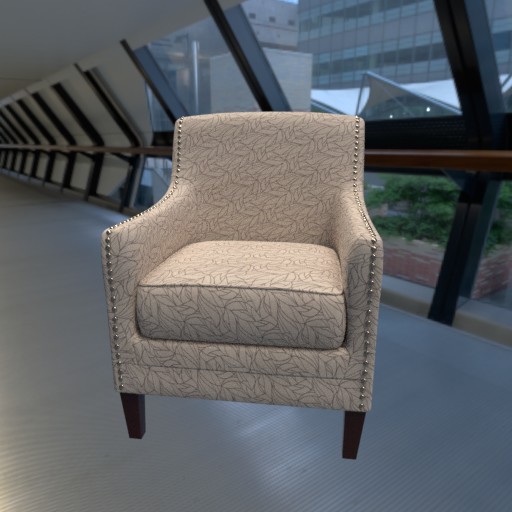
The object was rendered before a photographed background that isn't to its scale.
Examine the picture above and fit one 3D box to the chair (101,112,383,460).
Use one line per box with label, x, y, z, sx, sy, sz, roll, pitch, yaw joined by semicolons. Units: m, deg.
chair;0.000;0.000;1.276;0.623;0.816;0.651;2;15;8
